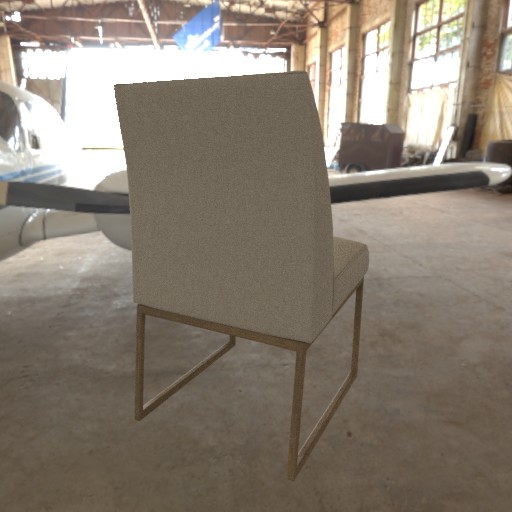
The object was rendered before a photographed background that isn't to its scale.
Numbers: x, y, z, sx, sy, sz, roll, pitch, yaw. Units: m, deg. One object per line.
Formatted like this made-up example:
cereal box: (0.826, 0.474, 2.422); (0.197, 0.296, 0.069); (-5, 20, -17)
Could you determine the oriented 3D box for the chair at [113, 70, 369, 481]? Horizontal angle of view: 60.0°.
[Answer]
chair: (0.000, 0.000, 1.209); (0.508, 0.863, 0.522); (8, 17, 27)
